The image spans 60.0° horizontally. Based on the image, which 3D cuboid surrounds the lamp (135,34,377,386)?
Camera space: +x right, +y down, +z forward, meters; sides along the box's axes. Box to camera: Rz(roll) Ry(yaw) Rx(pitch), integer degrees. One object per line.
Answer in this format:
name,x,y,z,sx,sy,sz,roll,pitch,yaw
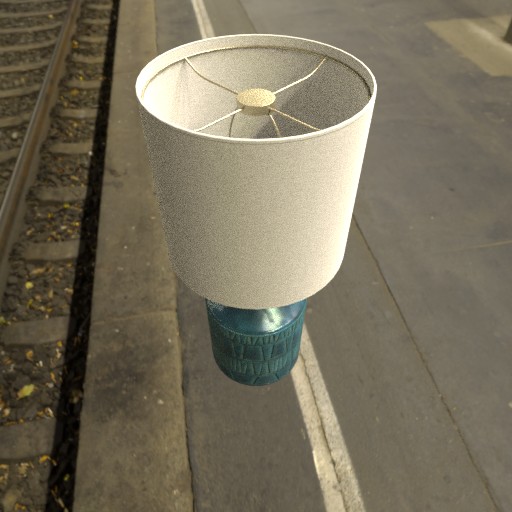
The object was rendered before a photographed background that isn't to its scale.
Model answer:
lamp,0.000,0.000,0.556,0.211,0.455,0.211,-24,50,-22
